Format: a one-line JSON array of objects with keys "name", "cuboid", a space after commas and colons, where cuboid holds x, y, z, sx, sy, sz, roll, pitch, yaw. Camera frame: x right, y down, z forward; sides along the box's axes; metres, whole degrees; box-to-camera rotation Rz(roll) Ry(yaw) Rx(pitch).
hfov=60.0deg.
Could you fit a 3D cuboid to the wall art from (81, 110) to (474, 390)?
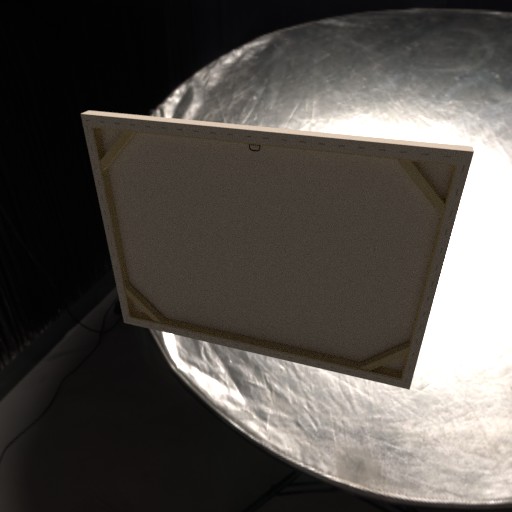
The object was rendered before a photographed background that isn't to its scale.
[{"name": "wall art", "cuboid": [0.000, 0.000, 1.322, 1.016, 0.762, 0.038, 10, 34, 15]}]
